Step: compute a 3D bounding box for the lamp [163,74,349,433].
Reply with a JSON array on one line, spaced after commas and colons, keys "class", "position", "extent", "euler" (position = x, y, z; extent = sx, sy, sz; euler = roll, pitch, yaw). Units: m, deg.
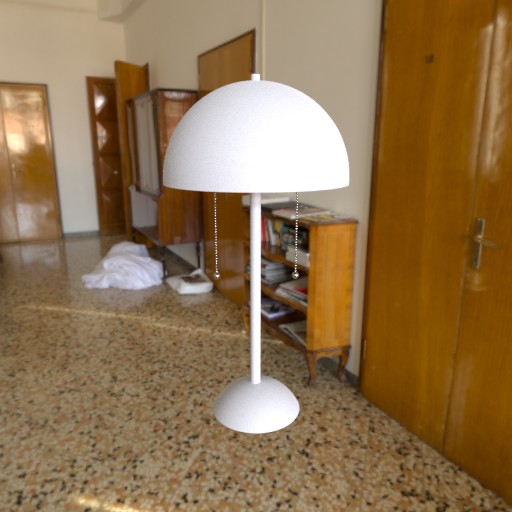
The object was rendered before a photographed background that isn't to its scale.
[{"class": "lamp", "position": [0.000, 0.000, 0.432], "extent": [0.171, 0.330, 0.171], "euler": [0, 14, 0]}]
